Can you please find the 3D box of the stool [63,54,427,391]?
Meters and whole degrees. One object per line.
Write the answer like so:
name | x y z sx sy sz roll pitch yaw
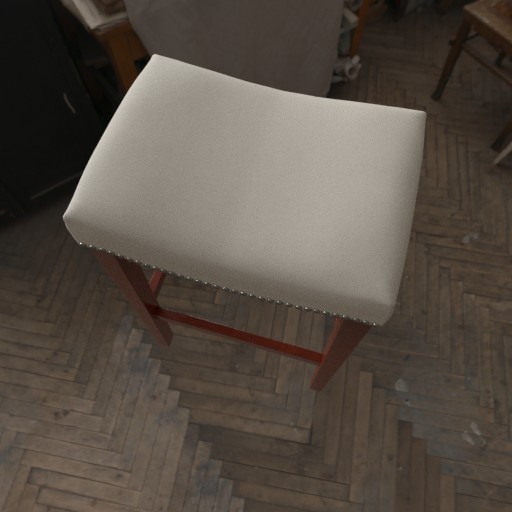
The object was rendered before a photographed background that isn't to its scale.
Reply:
stool | 0.000 0.000 1.002 0.504 0.742 0.372 15 65 7
